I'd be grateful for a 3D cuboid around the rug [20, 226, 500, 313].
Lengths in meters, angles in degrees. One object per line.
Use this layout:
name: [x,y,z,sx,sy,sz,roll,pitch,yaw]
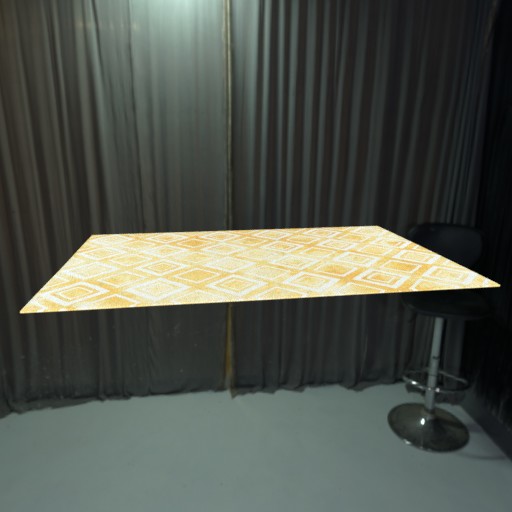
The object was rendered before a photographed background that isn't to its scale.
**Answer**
rug: [0.000,0.000,2.234,1.829,0.010,1.213,-2,16,-8]
